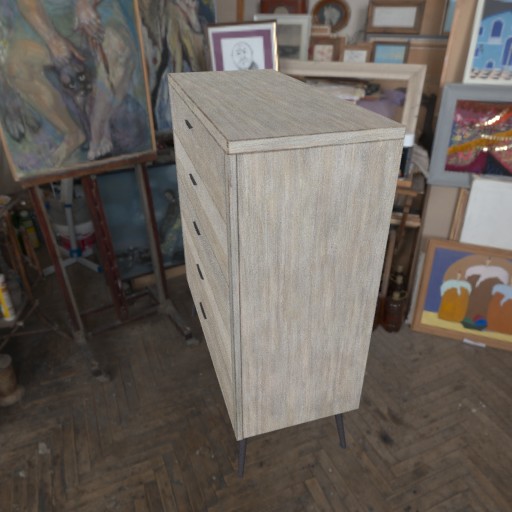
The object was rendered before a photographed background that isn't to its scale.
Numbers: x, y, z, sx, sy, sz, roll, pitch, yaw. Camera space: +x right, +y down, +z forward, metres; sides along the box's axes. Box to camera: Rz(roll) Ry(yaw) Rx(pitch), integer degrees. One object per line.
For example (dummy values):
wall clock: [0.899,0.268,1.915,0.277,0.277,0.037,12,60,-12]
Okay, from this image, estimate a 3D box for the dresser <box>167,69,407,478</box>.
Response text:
dresser: [0.000,0.000,1.738,0.457,1.219,1.016,-9,32,-15]
